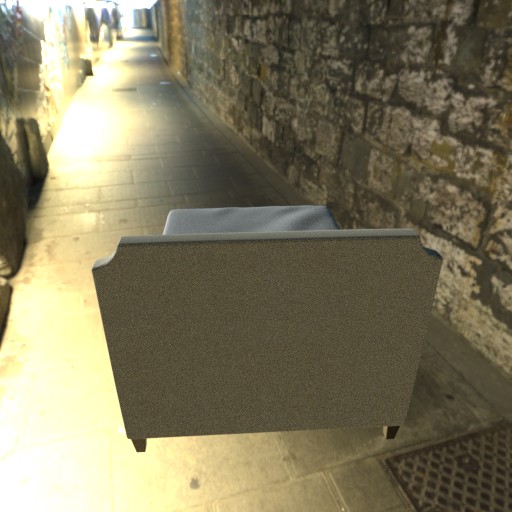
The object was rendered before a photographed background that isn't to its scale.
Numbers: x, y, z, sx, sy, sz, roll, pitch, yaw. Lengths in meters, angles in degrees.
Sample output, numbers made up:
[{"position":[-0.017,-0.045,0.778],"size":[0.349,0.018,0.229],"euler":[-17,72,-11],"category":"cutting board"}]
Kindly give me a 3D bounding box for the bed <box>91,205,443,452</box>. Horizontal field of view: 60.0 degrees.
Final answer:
[{"position":[0.000,0.000,3.464],"size":[1.713,1.457,2.381],"euler":[-2,28,-3],"category":"bed"}]
